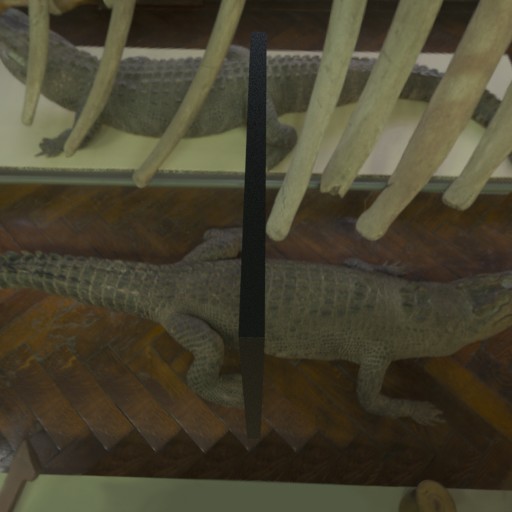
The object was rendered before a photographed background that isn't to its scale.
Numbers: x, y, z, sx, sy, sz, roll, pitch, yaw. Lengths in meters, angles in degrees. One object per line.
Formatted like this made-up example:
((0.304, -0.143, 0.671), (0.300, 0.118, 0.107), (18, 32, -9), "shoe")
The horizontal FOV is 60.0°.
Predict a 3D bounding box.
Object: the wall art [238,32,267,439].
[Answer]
((0.000, 0.000, 1.158), (0.038, 0.762, 0.762), (1, 57, 1), "wall art")
